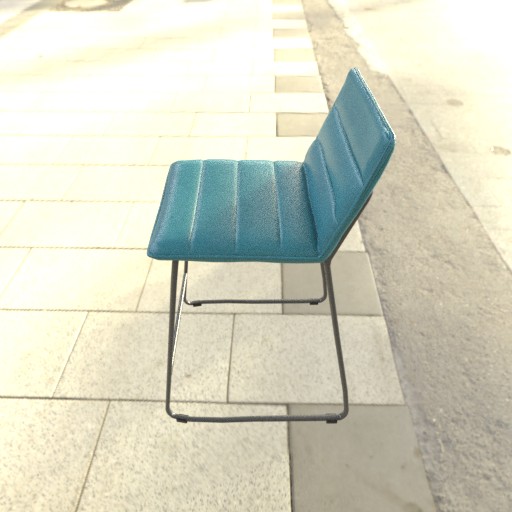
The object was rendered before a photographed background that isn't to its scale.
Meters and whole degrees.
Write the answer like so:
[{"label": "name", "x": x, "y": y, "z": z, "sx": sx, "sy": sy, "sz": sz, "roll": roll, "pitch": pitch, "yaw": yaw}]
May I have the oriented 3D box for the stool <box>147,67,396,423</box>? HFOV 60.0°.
[{"label": "stool", "x": 0.000, "y": 0.000, "z": 1.184, "sx": 0.524, "sy": 0.866, "sz": 0.489, "roll": 0, "pitch": 41, "yaw": 0}]
